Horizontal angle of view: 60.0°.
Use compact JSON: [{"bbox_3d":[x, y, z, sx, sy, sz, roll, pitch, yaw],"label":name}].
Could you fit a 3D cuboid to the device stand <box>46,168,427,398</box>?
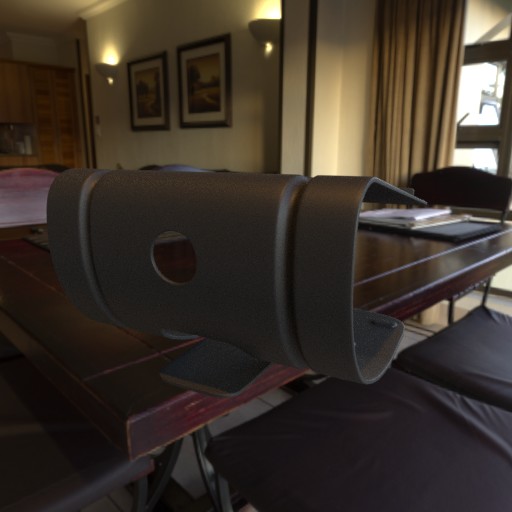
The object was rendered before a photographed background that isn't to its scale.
[{"bbox_3d":[0.000,0.000,0.394,0.256,0.155,0.236,7,15,26],"label":"device stand"}]
